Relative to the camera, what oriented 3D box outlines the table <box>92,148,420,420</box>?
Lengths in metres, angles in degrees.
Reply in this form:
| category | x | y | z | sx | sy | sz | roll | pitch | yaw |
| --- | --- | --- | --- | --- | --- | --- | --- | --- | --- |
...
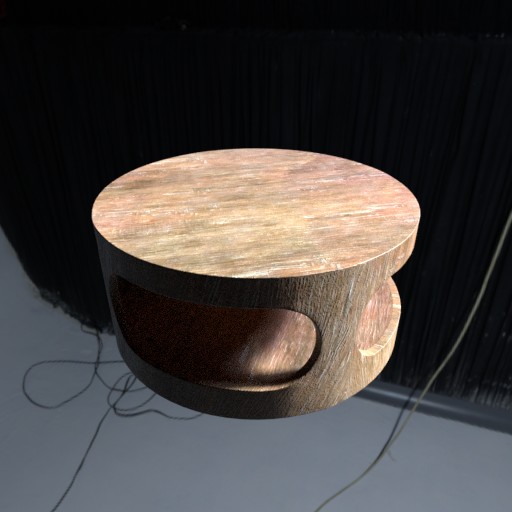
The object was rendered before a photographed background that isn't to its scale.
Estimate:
| category | x | y | z | sx | sy | sz | roll | pitch | yaw |
| --- | --- | --- | --- | --- | --- | --- | --- | --- | --- |
| table | 0.000 | 0.000 | 1.493 | 0.974 | 0.450 | 0.974 | 0 | 30 | 0 |
